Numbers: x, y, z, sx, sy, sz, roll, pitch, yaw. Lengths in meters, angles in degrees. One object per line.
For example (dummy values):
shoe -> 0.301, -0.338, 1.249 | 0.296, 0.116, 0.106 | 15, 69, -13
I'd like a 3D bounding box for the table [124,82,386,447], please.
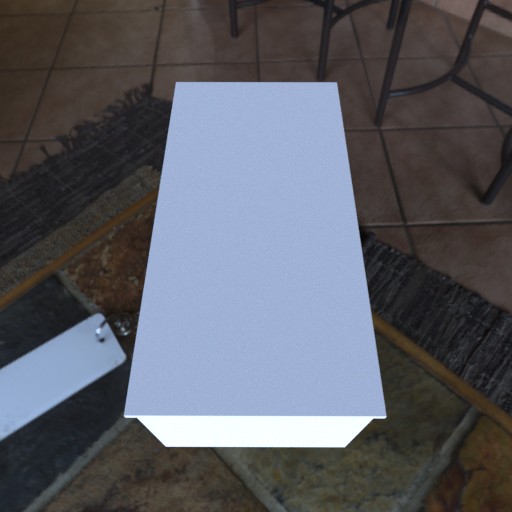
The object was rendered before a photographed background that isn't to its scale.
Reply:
table -> 0.000, 0.000, 1.296 | 0.500, 0.441, 1.000 | 0, 58, 0
